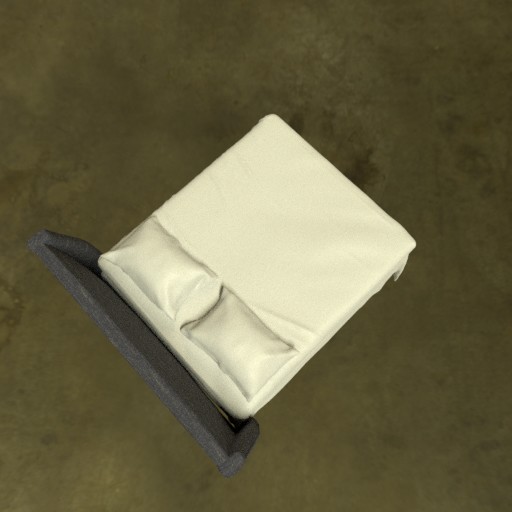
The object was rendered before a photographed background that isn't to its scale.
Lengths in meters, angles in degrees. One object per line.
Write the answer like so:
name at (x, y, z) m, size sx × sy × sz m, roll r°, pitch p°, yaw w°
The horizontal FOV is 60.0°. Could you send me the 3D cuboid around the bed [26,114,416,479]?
bed at (0.000, 0.000, 3.450) m, size 2.276 × 1.332 × 1.925 m, roll -43°, pitch 78°, yaw -11°
